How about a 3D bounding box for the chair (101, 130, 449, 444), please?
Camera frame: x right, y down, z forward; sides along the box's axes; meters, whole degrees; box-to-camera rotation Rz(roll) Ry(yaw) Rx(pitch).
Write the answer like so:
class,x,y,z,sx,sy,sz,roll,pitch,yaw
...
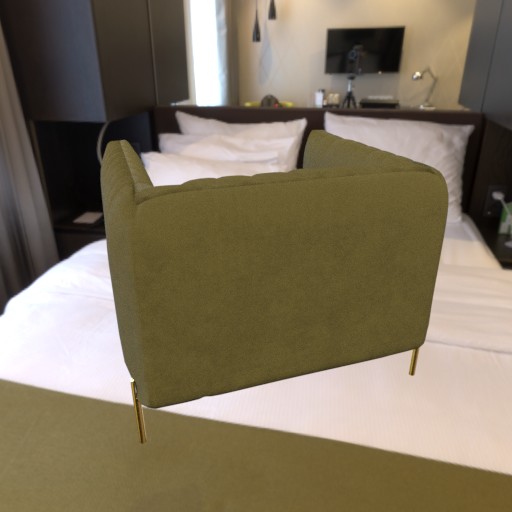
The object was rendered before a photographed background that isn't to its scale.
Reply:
class,x,y,z,sx,sy,sz,roll,pitch,yaw
chair,0.000,0.000,1.657,1.032,0.794,0.877,-8,25,-17
